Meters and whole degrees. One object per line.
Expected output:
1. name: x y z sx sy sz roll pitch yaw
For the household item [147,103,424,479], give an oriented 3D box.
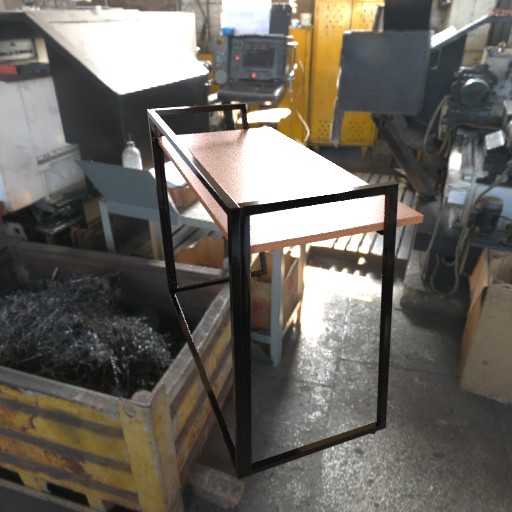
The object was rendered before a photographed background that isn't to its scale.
1. household item: 0.000 0.000 1.587 0.510 0.860 1.050 -11 31 -18
